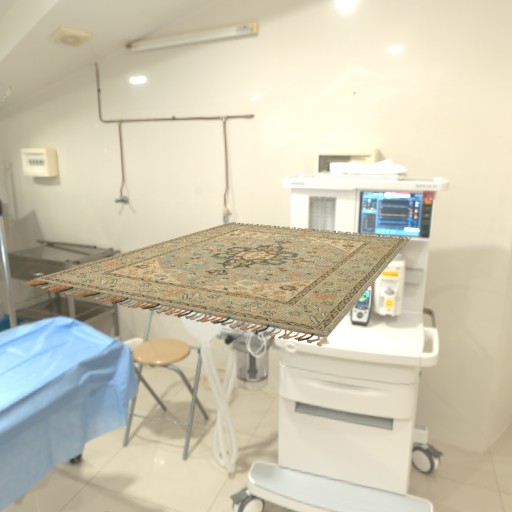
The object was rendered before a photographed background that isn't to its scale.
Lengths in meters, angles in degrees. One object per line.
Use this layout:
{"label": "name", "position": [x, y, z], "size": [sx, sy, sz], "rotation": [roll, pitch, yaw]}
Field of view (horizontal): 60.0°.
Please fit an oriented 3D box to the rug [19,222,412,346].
{"label": "rug", "position": [0.000, 0.000, 2.255], "size": [1.278, 0.009, 1.730], "rotation": [7, 15, 26]}
